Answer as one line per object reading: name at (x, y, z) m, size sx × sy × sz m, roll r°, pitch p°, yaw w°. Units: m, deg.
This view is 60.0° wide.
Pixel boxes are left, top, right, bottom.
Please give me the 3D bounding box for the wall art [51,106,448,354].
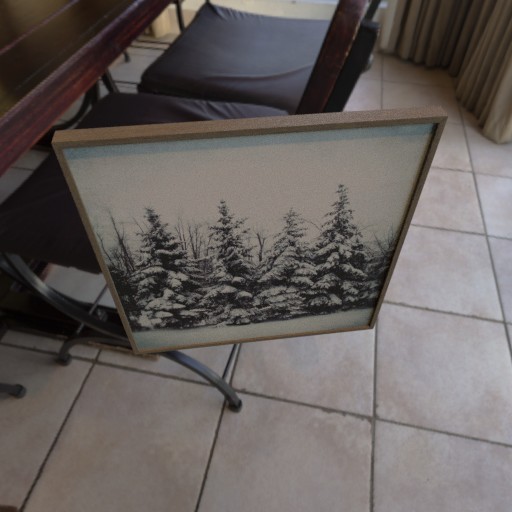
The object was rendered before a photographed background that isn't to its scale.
wall art at (0.000, 0.000, 1.133) m, size 0.758 × 0.758 × 0.039 m, roll -5°, pitch 48°, yaw -5°
